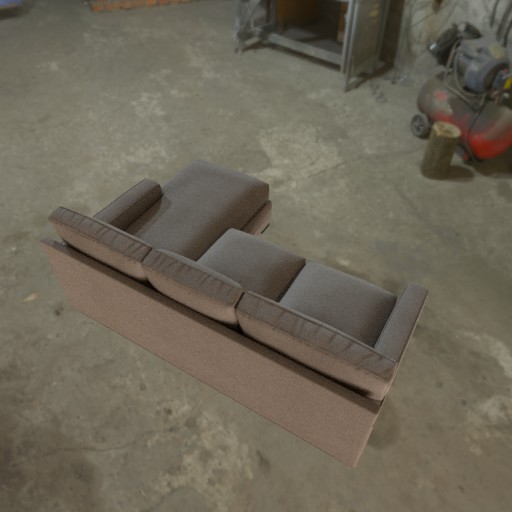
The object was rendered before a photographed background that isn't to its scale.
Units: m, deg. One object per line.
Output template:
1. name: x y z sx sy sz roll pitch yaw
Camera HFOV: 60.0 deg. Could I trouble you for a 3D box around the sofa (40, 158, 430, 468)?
1. sofa: 0.000 0.000 2.845 2.087 0.861 1.496 23 50 21
